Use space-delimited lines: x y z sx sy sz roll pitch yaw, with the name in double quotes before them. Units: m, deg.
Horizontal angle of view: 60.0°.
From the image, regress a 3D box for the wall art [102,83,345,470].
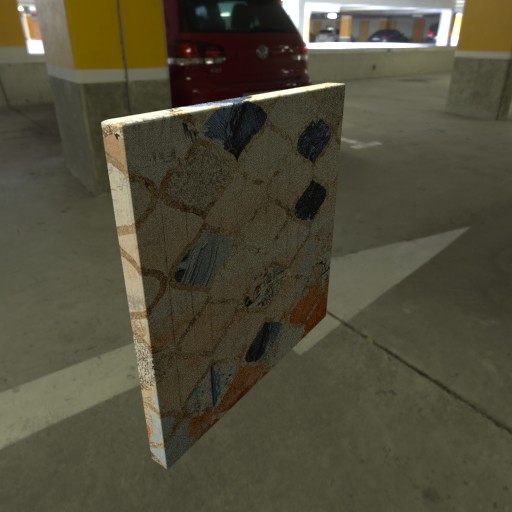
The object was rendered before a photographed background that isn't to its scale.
"wall art" 0.000 0.000 0.745 0.038 0.508 0.507 18 32 32
